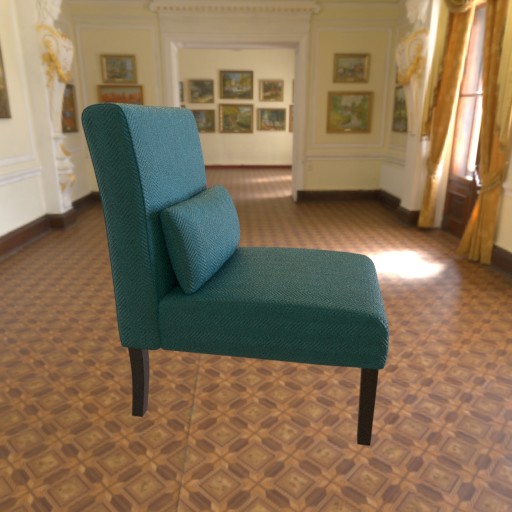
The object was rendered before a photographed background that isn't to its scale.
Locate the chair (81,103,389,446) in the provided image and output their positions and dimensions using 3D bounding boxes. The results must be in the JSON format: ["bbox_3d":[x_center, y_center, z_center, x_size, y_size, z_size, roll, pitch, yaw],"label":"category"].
[{"bbox_3d":[0.000,0.000,1.435,0.808,0.927,0.579,3,18,10],"label":"chair"}]
